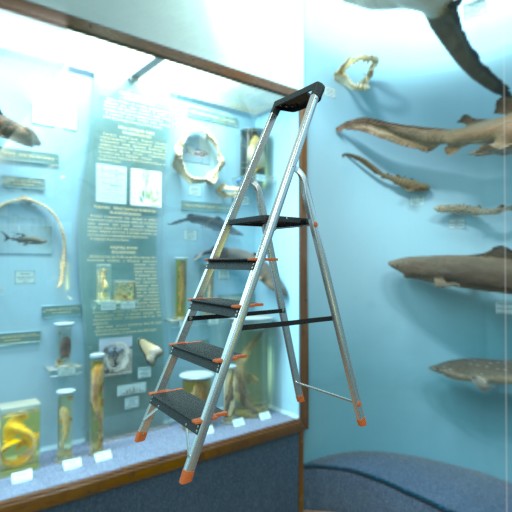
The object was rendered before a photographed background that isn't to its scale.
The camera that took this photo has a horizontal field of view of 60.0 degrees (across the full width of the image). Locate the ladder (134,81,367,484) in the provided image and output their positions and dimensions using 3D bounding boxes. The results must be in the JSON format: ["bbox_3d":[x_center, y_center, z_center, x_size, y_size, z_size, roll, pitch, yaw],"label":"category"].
[{"bbox_3d":[0.000,0.000,2.073,0.995,1.646,0.480,0,-1,-36],"label":"ladder"}]
